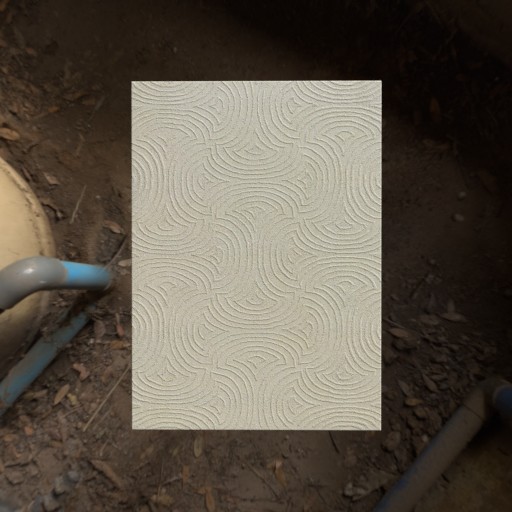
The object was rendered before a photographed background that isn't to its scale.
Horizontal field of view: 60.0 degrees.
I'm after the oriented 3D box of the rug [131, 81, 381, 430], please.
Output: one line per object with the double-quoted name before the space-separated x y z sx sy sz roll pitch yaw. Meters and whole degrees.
"rug" 0.000 0.000 2.709 1.526 0.015 2.132 0 90 1
